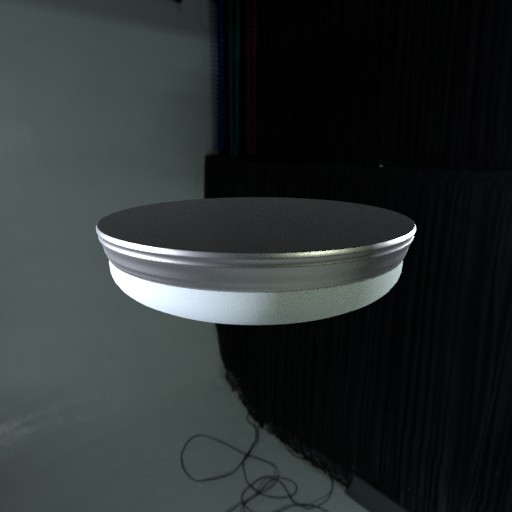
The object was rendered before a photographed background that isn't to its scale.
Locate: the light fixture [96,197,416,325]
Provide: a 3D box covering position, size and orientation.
[{"bbox_3d":[0.000,0.000,0.551,0.368,0.100,0.368,0,15,0],"label":"light fixture"}]
